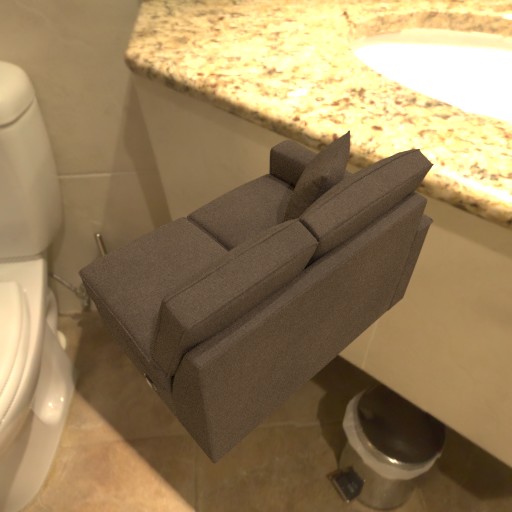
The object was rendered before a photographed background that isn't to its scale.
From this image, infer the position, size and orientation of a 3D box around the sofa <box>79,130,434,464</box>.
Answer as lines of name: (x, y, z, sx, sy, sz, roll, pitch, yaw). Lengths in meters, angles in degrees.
sofa: (0.000, 0.000, 2.111, 1.388, 0.989, 0.991, -33, 54, -28)
